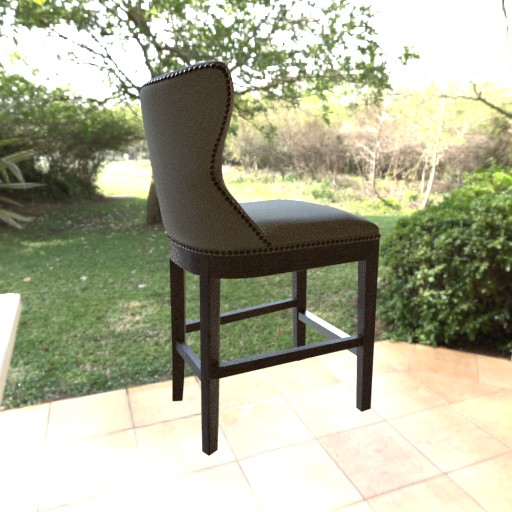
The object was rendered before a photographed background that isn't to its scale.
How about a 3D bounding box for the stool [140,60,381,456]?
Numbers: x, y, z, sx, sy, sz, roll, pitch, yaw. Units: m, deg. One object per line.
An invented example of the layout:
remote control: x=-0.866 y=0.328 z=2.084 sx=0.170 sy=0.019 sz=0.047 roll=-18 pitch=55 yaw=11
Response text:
stool: x=0.000 y=0.000 z=1.314 sx=0.608 sy=0.981 sz=0.498 roll=-7 pitch=16 yaw=-26
